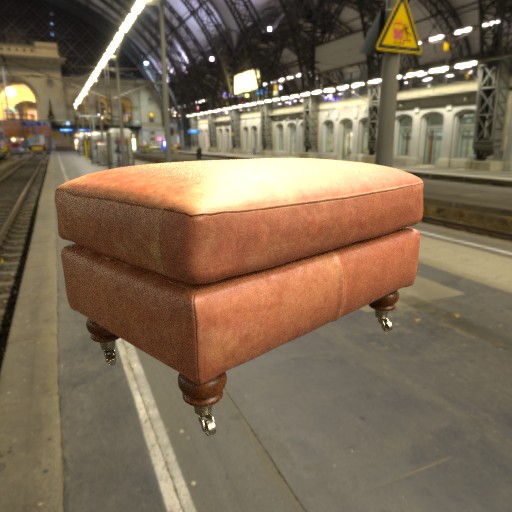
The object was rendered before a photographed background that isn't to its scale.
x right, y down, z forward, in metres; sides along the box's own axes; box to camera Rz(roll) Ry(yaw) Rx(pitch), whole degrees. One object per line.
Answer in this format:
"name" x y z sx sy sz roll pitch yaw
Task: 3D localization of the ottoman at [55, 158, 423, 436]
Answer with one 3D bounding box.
"ottoman" 0.000 0.000 1.187 0.565 0.507 0.852 14 20 43
